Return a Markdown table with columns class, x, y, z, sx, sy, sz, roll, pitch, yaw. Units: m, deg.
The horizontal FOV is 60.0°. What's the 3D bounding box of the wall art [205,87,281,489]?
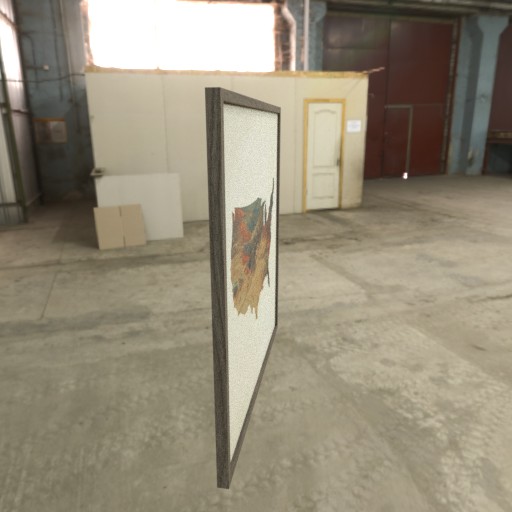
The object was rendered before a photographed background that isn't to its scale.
| class | x | y | z | sx | sy | sz | roll | pitch | yaw |
| --- | --- | --- | --- | --- | --- | --- | --- | --- | --- |
| wall art | 0.000 | 0.000 | 0.766 | 0.016 | 0.507 | 0.508 | 3 | 17 | 10 |
